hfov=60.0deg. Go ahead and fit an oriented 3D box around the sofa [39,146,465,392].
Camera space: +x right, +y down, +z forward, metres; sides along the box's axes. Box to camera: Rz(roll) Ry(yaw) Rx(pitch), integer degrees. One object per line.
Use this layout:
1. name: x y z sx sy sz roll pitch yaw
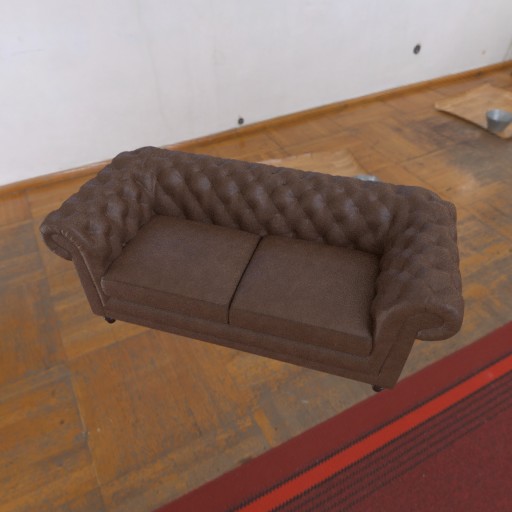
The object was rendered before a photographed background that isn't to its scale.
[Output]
1. sofa: 0.000 0.000 2.520 2.048 0.784 0.955 11 42 13
